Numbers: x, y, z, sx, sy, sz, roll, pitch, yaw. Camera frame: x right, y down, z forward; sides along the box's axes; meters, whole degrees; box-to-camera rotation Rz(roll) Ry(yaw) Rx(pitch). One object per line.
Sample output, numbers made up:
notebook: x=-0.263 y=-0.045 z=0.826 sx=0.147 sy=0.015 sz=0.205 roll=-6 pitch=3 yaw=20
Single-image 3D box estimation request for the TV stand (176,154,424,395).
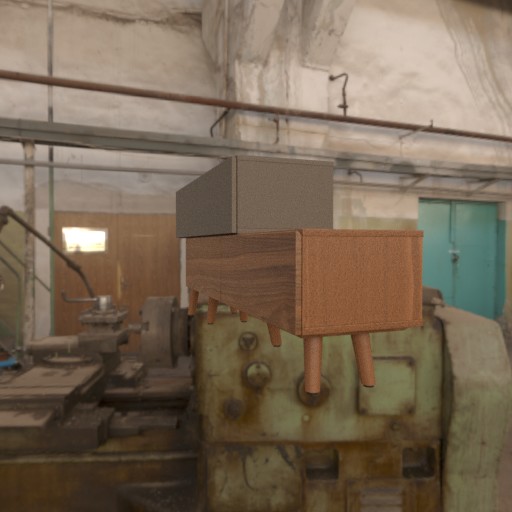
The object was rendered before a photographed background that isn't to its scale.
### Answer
TV stand: x=0.000 y=0.000 z=1.552 sx=0.329 sy=0.591 sz=1.336 roll=-1 pitch=2 yaw=-20
